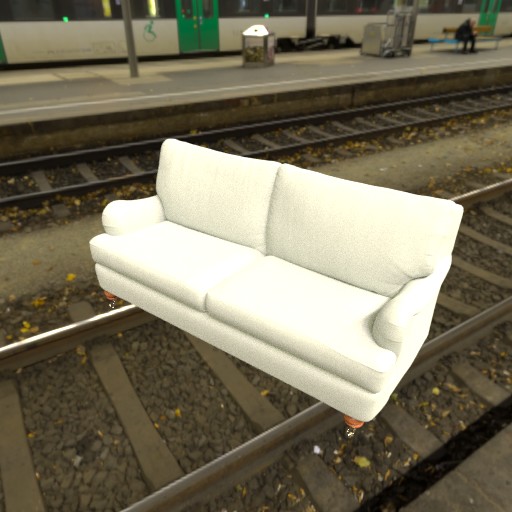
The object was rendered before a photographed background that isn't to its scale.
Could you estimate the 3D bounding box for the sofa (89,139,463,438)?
[{"bbox_3d":[0.000,0.000,2.871,2.193,1.096,1.069,20,35,31],"label":"sofa"}]
